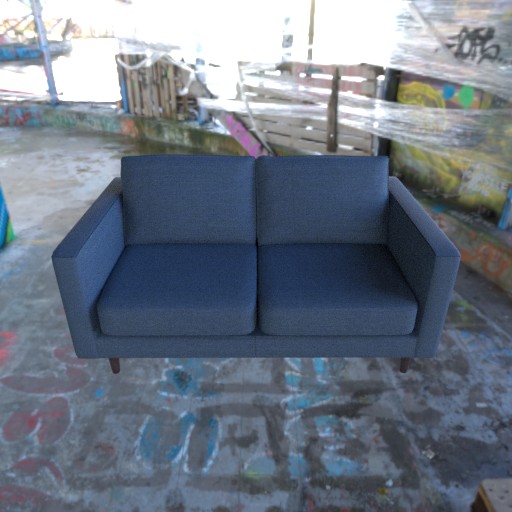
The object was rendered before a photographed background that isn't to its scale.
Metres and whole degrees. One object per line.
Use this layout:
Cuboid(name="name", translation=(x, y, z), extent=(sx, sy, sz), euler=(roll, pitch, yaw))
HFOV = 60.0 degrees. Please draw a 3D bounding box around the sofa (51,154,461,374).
Cuboid(name="sofa", translation=(0.000, 0.000, 2.298), extent=(1.659, 0.907, 0.999), euler=(0, 29, 0))
